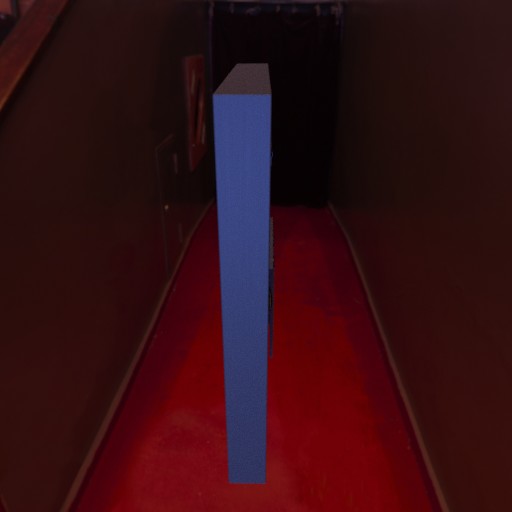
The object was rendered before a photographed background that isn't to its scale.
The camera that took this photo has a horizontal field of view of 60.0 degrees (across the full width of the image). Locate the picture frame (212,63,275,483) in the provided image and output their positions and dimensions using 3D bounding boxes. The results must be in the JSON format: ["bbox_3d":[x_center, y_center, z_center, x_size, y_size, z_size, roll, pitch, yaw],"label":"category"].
[{"bbox_3d":[0.000,0.000,0.273,0.028,0.208,0.157,0,27,1],"label":"picture frame"}]
